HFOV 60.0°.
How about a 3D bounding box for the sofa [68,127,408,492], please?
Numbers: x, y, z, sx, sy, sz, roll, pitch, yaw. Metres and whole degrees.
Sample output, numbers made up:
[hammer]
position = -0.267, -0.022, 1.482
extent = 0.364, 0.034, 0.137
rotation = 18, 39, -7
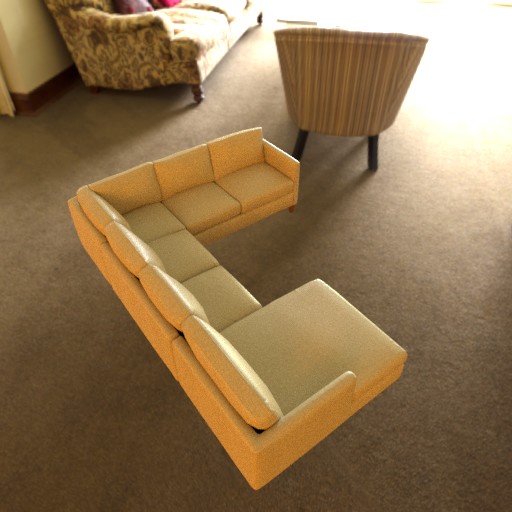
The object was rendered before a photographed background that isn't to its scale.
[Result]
[sofa]
position = 0.000, 0.000, 4.508
extent = 2.594, 0.961, 3.460
rotation = -27, 49, -26
